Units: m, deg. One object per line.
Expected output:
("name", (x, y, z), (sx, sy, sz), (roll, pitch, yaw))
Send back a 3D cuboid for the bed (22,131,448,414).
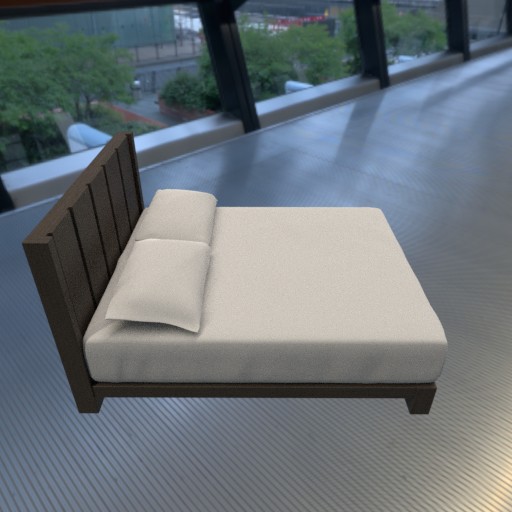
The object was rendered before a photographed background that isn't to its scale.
("bed", (0.000, 0.000, 3.189), (2.242, 1.270, 1.727), (0, 33, 0))
